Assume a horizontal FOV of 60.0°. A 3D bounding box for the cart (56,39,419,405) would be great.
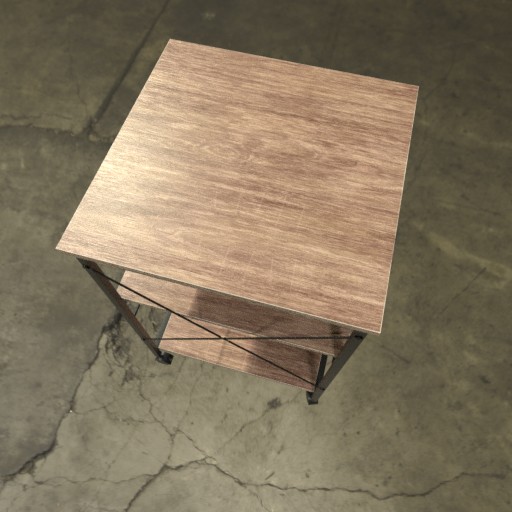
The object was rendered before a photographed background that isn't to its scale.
[{"bbox_3d":[0.000,0.000,1.129,0.521,0.762,0.520,14,64,7],"label":"cart"}]
